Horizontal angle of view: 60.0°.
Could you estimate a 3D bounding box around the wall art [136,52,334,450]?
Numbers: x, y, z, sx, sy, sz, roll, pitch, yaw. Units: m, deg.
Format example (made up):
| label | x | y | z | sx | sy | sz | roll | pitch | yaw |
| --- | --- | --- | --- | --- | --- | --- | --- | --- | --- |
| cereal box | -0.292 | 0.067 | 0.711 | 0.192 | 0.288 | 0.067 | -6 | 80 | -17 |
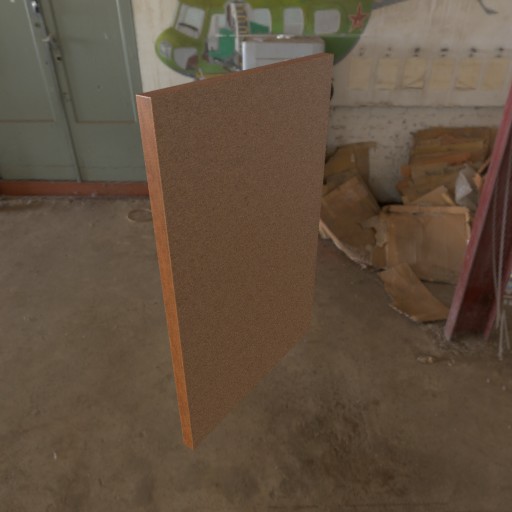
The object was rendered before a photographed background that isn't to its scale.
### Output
| label | x | y | z | sx | sy | sz | roll | pitch | yaw |
| --- | --- | --- | --- | --- | --- | --- | --- | --- | --- |
| wall art | 0.000 | 0.000 | 1.165 | 0.037 | 0.914 | 0.610 | 22 | 38 | 31 |
